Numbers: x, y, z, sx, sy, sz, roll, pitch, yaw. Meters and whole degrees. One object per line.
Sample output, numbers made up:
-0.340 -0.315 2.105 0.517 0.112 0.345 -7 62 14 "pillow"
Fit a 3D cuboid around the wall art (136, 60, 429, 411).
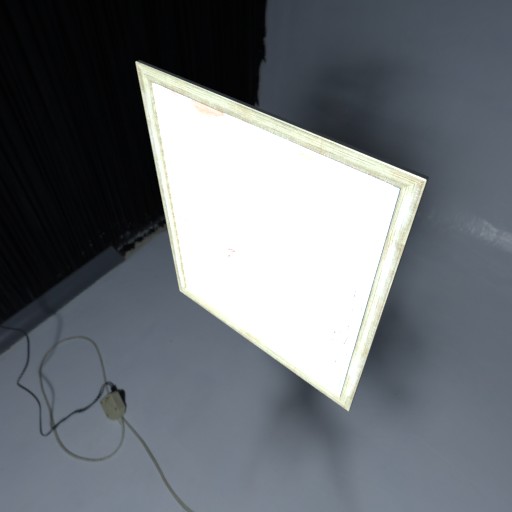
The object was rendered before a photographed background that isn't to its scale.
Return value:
0.000 0.000 0.786 0.483 0.559 0.009 31 53 26 "wall art"
